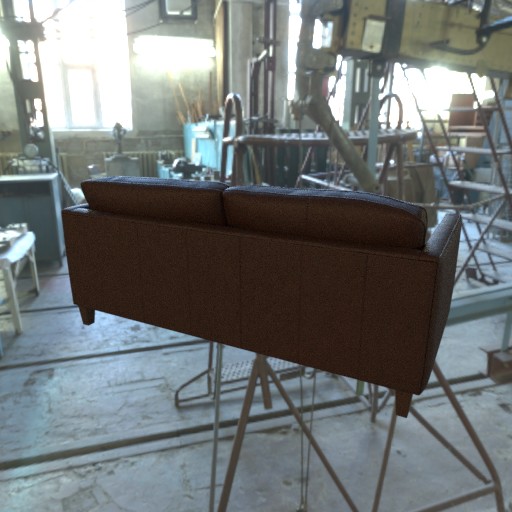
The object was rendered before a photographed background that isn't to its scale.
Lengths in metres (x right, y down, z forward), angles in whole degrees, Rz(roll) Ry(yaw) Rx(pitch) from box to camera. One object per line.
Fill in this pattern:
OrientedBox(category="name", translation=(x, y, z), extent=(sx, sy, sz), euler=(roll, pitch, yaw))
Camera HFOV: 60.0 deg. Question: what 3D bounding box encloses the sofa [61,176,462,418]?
OrientedBox(category="sofa", translation=(0.000, 0.000, 2.428), extent=(1.971, 0.863, 0.923), euler=(9, 18, 27))
